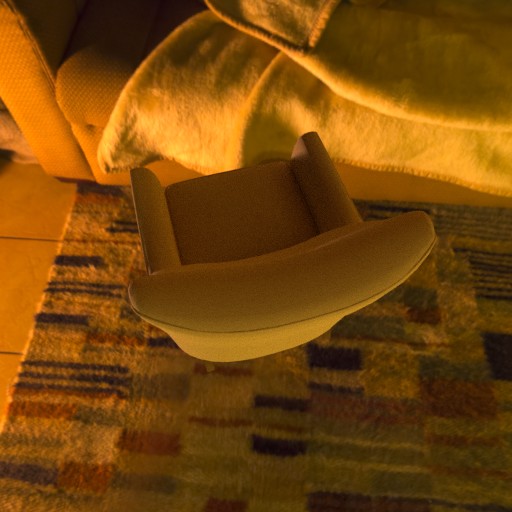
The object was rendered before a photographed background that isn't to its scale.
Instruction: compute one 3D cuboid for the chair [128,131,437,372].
[{"bbox_3d":[0.000,0.000,1.557,0.756,0.916,0.879,-14,60,-8],"label":"chair"}]
